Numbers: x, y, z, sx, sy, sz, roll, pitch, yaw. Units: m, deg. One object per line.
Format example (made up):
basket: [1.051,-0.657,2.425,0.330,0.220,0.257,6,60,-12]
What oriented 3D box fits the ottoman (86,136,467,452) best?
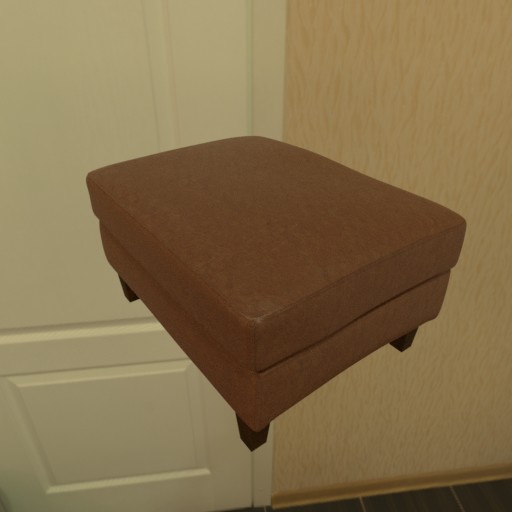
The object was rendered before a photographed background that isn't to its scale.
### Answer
ottoman: [0.000,0.000,1.256,0.650,0.485,0.851,-21,38,-30]
